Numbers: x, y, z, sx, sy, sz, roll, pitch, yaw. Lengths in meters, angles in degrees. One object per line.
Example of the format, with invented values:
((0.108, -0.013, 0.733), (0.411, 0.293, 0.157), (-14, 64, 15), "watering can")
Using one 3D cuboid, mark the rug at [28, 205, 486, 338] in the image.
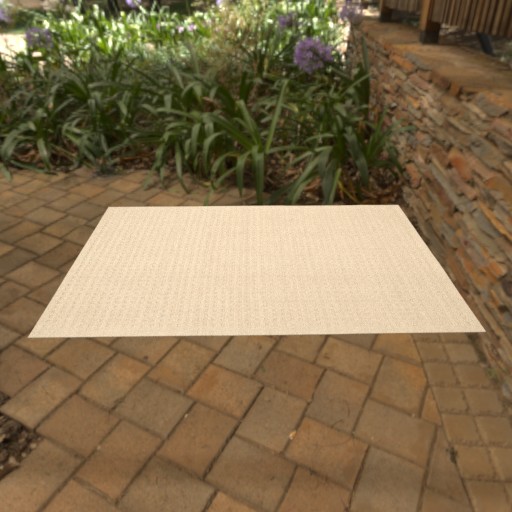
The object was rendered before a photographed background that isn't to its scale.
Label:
((0.000, 0.000, 2.853), (2.289, 0.006, 1.523), (-1, 31, -1), "rug")
